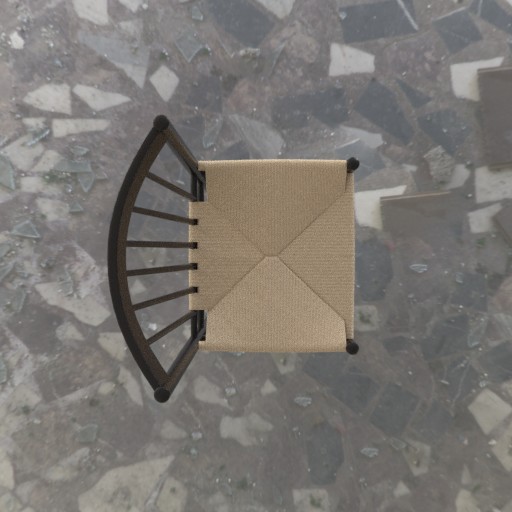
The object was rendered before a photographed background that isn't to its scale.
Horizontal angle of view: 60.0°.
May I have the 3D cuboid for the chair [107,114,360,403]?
[{"bbox_3d":[0.000,0.000,1.152,0.516,0.818,0.495,0,91,0],"label":"chair"}]
